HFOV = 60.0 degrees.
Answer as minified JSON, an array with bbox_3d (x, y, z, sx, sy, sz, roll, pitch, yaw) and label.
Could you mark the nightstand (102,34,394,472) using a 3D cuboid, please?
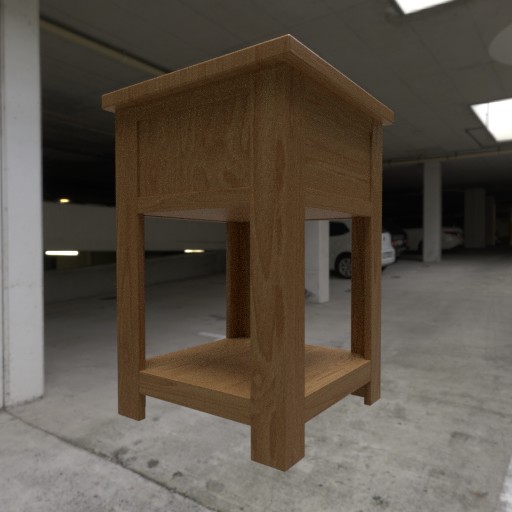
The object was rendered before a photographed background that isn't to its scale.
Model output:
[{"bbox_3d":[0.000,0.000,0.900,0.418,0.614,0.428,1,1,36],"label":"nightstand"}]
